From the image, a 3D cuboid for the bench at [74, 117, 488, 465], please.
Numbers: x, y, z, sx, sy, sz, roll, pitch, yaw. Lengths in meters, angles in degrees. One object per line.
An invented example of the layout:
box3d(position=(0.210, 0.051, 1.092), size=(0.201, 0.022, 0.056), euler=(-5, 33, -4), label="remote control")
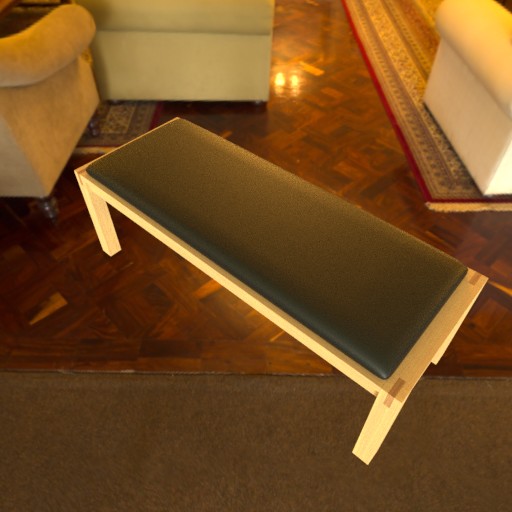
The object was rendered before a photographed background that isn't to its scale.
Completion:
box3d(position=(0.000, 0.000, 1.420), size=(1.202, 0.430, 0.450), euler=(33, 55, 27), label="bench")
